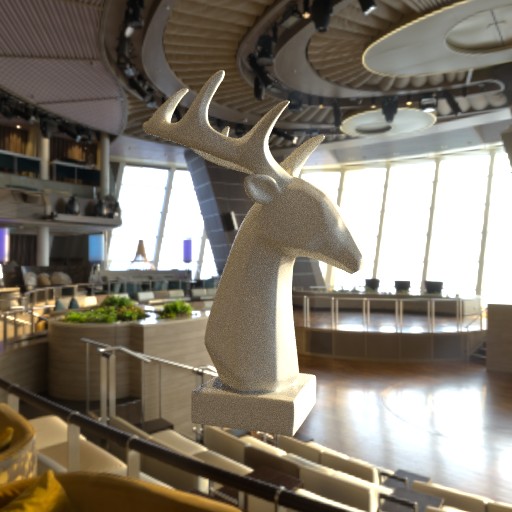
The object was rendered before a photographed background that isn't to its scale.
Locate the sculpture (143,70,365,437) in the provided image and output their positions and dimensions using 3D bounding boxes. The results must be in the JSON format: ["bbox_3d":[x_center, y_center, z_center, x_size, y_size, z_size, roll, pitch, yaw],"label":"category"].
[{"bbox_3d":[0.000,0.000,0.465,0.224,0.329,0.174,0,-1,19],"label":"sculpture"}]
